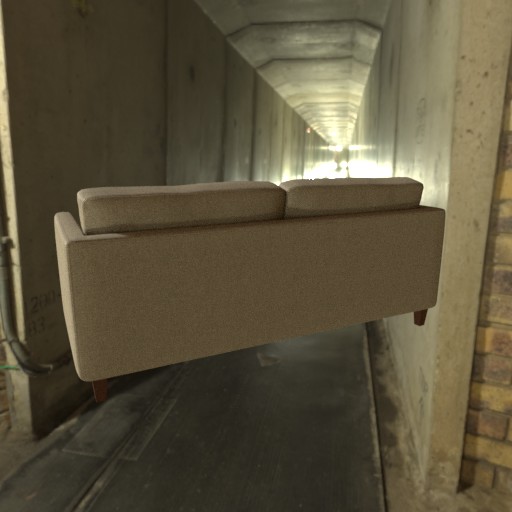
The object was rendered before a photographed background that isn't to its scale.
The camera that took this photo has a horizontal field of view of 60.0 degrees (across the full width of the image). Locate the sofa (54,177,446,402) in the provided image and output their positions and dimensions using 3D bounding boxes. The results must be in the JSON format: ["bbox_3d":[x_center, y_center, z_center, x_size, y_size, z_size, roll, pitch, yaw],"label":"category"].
[{"bbox_3d":[0.000,0.000,2.732,2.208,0.963,0.956,-7,15,-26],"label":"sofa"}]
